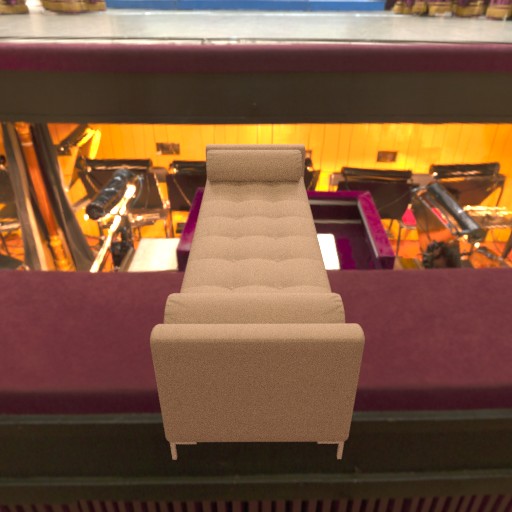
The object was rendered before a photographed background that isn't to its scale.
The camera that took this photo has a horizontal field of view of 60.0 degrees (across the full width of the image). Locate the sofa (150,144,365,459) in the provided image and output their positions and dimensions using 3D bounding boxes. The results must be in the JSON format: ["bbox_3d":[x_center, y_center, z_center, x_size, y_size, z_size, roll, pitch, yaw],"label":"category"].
[{"bbox_3d":[0.000,0.000,2.382,0.686,0.635,1.981,0,32,0],"label":"sofa"}]
